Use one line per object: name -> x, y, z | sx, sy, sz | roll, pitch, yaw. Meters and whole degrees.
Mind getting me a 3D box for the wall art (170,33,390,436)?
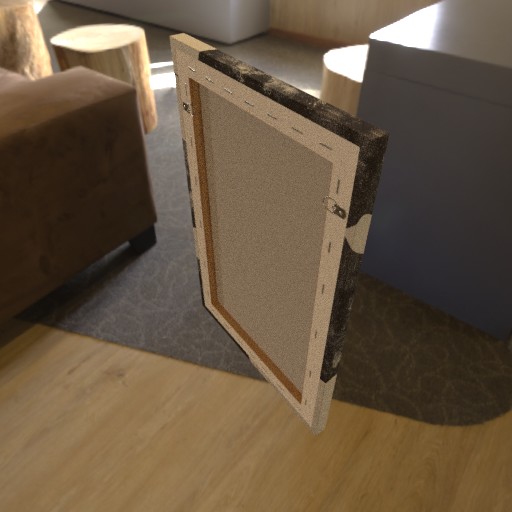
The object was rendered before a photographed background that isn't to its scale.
wall art -> 0.000, 0.000, 1.133 | 0.041, 0.915, 0.610 | -27, 49, -26
